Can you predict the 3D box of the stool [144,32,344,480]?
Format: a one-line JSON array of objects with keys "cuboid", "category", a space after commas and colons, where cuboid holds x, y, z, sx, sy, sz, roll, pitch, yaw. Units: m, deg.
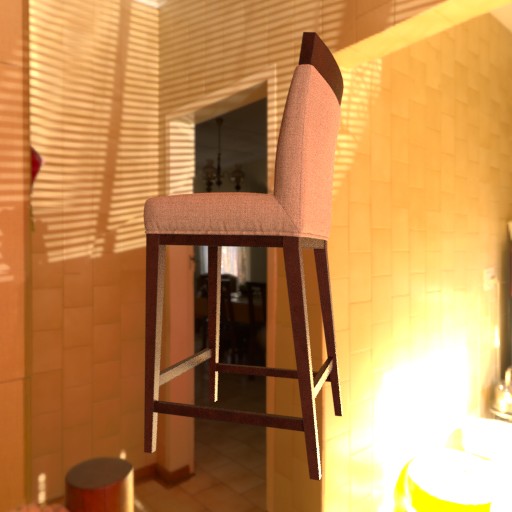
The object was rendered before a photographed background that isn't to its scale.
[{"cuboid": [0.000, 0.000, 1.269, 0.480, 1.011, 0.463, 0, 1, 18], "category": "stool"}]
